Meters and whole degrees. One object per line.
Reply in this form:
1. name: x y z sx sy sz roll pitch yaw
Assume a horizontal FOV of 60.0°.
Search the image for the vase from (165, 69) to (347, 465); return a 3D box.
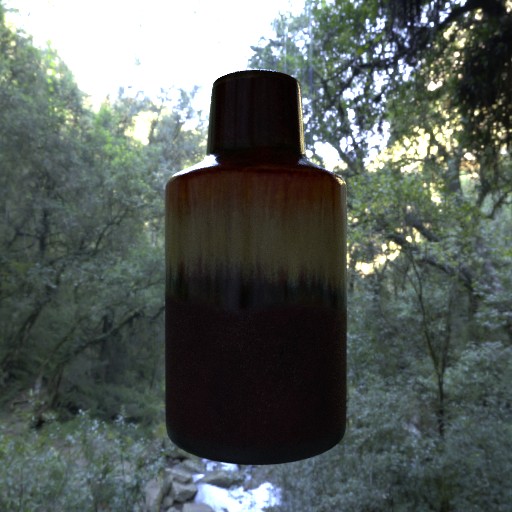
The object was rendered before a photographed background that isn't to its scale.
1. vase: 0.000 0.000 0.267 0.108 0.204 0.108 0 1 0
